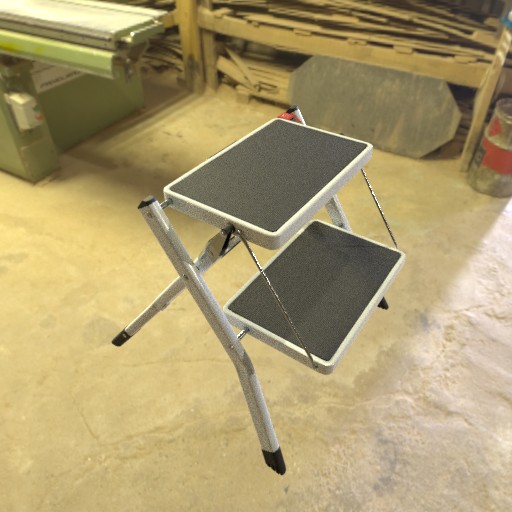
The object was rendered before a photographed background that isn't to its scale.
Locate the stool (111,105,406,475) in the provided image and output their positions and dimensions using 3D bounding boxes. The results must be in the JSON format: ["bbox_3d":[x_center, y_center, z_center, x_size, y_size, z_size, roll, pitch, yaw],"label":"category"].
[{"bbox_3d":[0.000,0.000,0.865,0.490,0.445,0.485,24,46,26],"label":"stool"}]
